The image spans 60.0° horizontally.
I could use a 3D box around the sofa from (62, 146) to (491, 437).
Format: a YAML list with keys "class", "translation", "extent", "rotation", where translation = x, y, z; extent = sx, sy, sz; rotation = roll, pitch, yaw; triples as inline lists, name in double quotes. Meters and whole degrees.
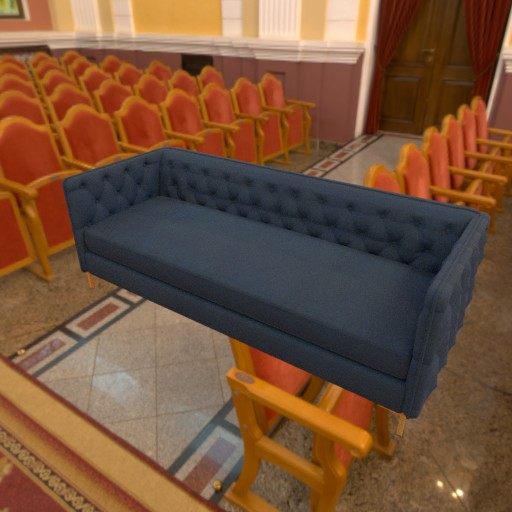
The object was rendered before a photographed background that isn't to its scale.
- class: "sofa"
  translation: [0.000, 0.000, 2.532]
  extent: [2.209, 0.771, 0.895]
  rotation: [18, 34, 29]
